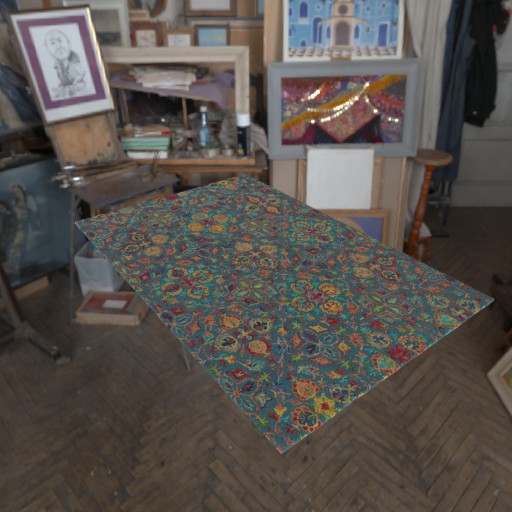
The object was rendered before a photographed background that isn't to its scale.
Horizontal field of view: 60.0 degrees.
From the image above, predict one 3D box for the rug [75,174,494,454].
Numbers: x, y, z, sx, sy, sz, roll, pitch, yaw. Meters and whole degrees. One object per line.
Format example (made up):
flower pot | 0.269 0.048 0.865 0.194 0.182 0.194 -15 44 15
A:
rug | 0.000 0.000 2.233 1.216 0.014 1.836 -22 38 -31
